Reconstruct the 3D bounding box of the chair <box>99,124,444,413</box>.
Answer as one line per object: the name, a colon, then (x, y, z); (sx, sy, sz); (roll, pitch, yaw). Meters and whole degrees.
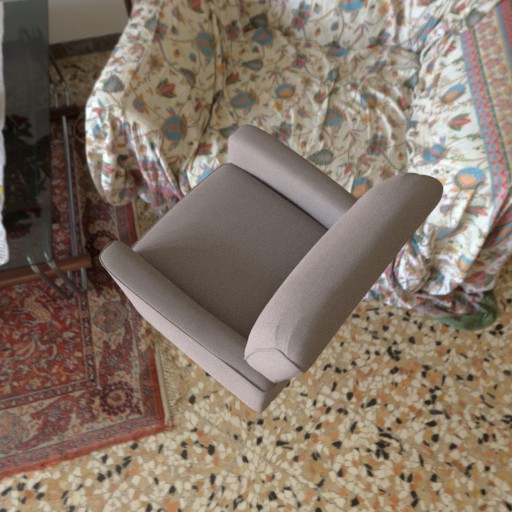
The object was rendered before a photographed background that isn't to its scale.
chair: (0.000, 0.000, 1.673); (0.859, 1.023, 0.845); (37, 69, 16)
